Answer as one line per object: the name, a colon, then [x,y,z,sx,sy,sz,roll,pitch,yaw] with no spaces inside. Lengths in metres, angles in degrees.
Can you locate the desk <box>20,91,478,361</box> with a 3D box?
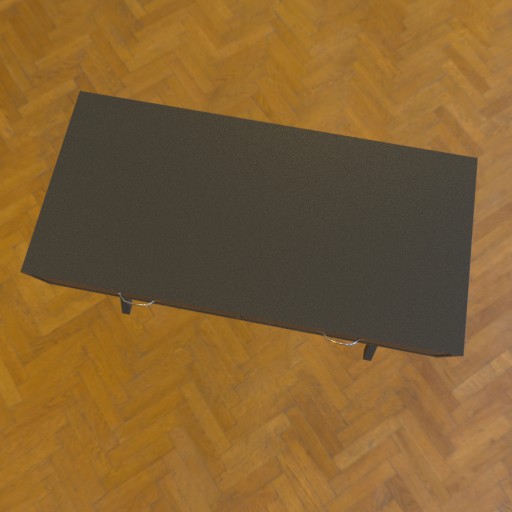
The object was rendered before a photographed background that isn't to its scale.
desk: [0.000,0.000,1.473,1.057,0.780,0.525,10,76,3]
